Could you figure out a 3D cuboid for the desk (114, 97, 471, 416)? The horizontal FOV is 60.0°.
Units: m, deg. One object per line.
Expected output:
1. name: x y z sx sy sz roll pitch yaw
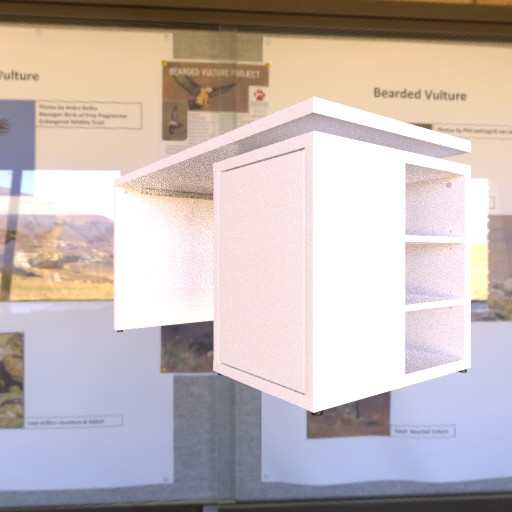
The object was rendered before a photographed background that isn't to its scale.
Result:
1. desk: 0.000 0.000 1.789 0.690 0.740 1.400 0 0 -36
